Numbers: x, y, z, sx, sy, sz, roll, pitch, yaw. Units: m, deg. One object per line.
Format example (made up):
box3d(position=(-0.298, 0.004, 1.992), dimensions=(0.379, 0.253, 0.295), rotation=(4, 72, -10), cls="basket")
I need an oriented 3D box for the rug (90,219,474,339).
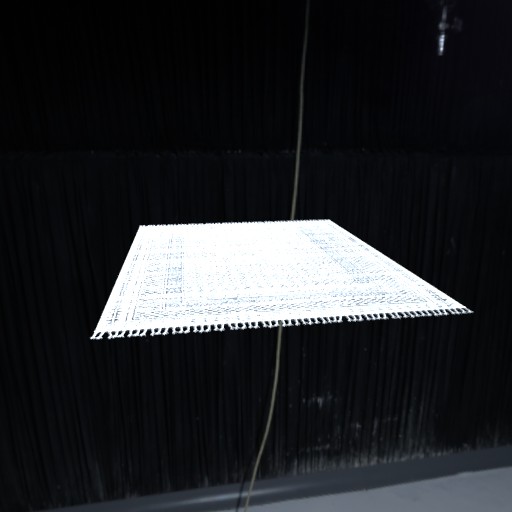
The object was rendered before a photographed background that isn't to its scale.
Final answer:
box3d(position=(0.000, 0.000, 3.976), dimensions=(2.312, 0.013, 2.940), rotation=(-3, 16, -9), cls="rug")
